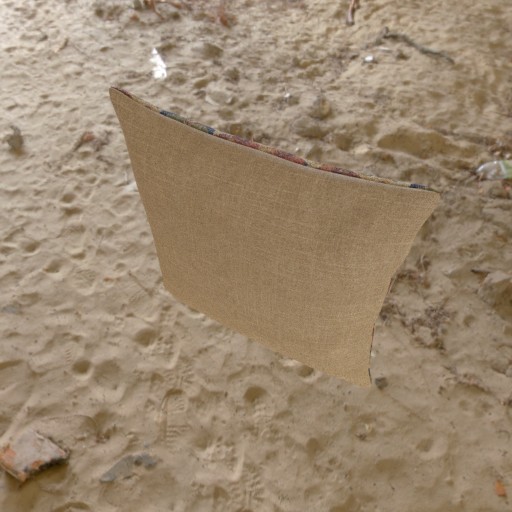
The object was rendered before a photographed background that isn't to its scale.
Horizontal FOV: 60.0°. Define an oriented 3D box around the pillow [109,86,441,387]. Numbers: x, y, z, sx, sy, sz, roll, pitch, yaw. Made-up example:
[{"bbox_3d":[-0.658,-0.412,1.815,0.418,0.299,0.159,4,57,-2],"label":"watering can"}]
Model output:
[{"bbox_3d":[0.000,0.000,0.790,0.523,0.506,0.166,23,52,20],"label":"pillow"}]
